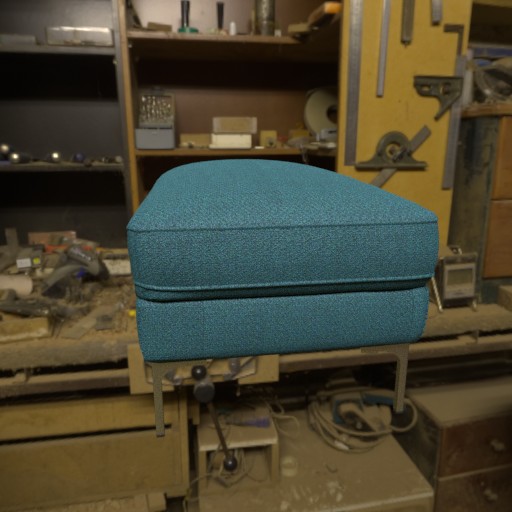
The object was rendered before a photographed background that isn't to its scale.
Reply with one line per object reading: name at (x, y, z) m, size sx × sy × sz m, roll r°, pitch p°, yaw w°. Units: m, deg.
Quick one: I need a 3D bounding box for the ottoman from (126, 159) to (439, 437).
ottoman at (0.000, 0.000, 1.189) m, size 0.563 × 0.498 × 0.856 m, roll -2°, pitch 15°, yaw -9°
